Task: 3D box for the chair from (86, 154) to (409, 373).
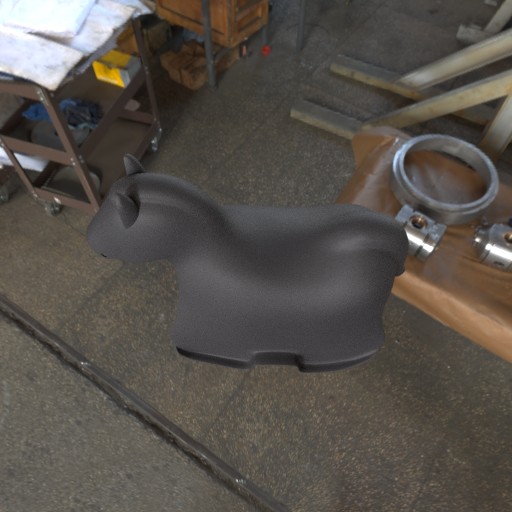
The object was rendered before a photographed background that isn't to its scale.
[{"bbox_3d":[0.000,0.000,1.140,0.800,0.612,0.429,0,58,0],"label":"chair"}]
